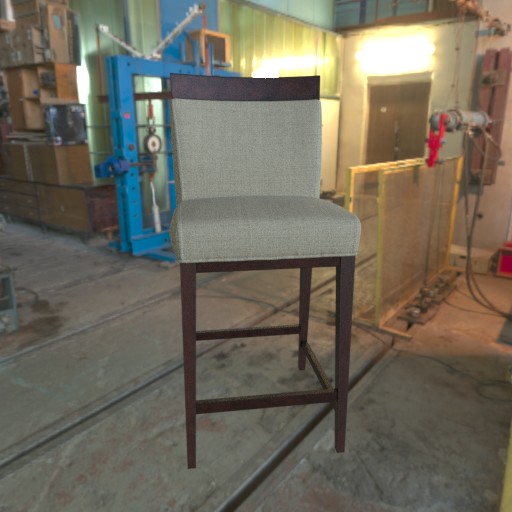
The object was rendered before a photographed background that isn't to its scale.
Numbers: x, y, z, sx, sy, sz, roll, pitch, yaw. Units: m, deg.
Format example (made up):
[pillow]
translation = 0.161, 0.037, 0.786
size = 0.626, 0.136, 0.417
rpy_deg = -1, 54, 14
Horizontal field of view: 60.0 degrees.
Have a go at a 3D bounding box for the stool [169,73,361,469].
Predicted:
[stool]
translation = 0.000, 0.000, 1.275
size = 0.463, 1.011, 0.480
rpy_deg = -2, 17, -8
